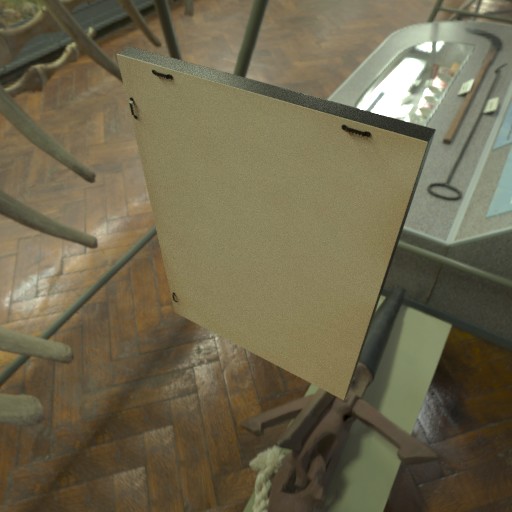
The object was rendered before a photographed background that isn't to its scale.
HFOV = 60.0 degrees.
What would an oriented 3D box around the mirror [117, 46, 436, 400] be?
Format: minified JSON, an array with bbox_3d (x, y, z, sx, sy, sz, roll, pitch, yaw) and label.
[{"bbox_3d":[0.000,0.000,0.897,0.507,0.710,0.039,23,51,20],"label":"mirror"}]
